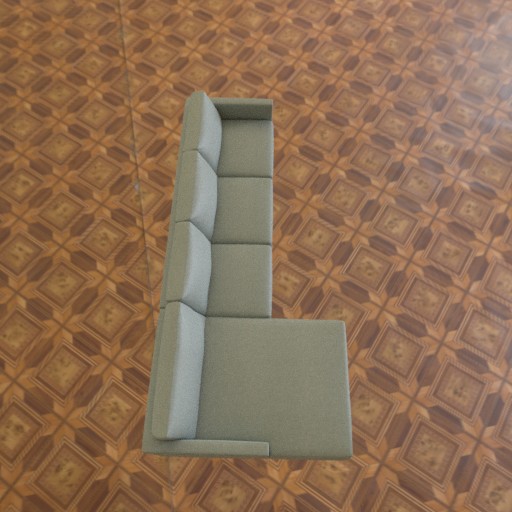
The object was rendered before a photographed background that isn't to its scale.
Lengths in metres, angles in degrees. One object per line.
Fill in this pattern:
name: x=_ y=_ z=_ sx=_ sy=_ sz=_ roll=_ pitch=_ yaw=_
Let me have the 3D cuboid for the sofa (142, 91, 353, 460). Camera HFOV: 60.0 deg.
sofa: x=0.000 y=0.000 z=4.171 sx=1.600 sy=0.953 sz=3.470 roll=1 pitch=64 yaw=1
